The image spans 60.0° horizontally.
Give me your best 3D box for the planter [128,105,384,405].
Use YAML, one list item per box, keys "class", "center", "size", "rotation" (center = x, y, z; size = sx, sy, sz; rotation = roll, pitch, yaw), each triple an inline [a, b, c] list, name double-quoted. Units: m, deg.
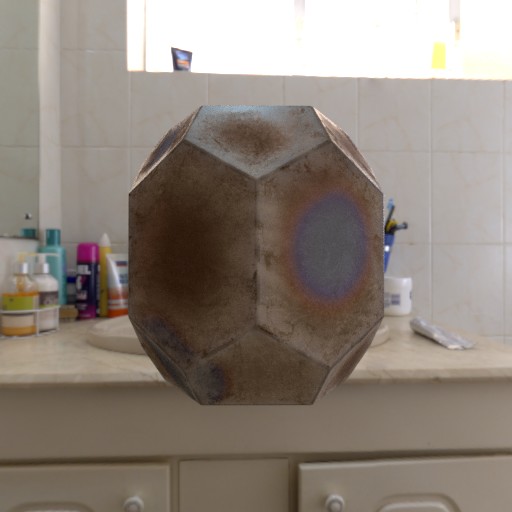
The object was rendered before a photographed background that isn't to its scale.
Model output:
- class: "planter"
  center: [0.000, 0.000, 0.426]
  size: [0.221, 0.238, 0.243]
  rotation: [0, -1, 0]
